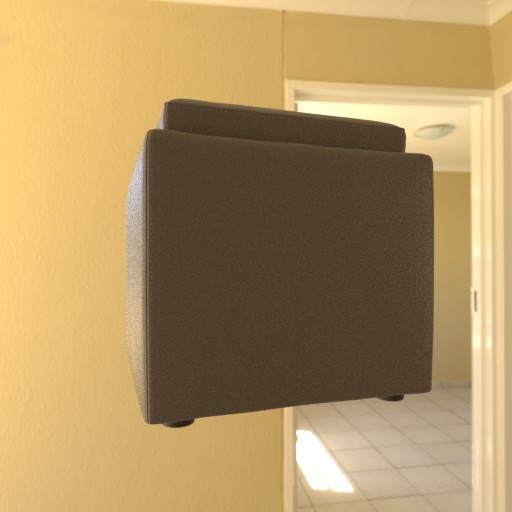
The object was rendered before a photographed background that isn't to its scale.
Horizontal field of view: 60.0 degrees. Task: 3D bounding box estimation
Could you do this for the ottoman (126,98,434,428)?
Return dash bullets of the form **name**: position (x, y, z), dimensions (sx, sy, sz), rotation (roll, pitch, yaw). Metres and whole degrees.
- **ottoman**: position (0.000, 0.000, 0.822), dimensions (0.451, 0.460, 0.450), rotation (0, -1, -19)
